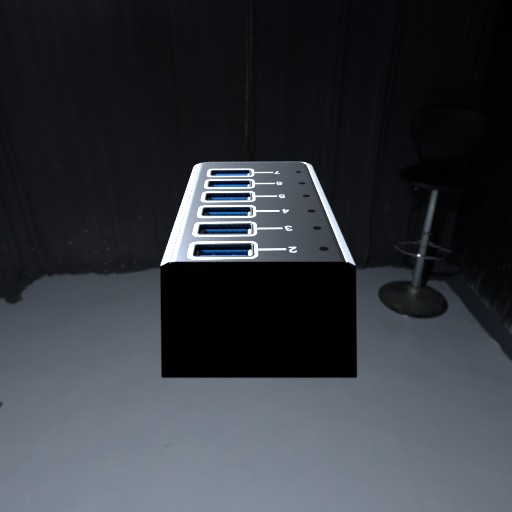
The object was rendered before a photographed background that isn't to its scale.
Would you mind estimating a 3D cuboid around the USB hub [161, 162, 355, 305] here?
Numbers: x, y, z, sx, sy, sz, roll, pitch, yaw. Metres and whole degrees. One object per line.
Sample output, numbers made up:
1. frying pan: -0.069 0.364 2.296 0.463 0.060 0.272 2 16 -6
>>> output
1. USB hub: 0.000 0.000 0.126 0.044 0.023 0.110 -1 29 -1
